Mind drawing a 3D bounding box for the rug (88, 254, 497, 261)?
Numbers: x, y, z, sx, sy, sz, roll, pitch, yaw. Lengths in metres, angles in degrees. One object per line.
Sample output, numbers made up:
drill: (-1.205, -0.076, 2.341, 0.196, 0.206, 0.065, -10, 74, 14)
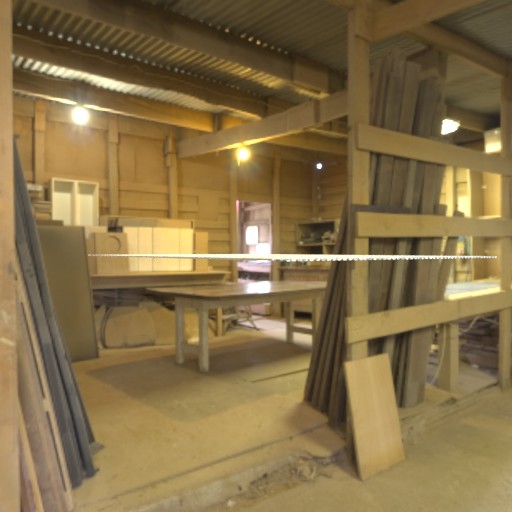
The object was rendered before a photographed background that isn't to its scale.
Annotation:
rug: (0.000, 0.000, 2.985, 1.524, 0.010, 2.438, 0, 1, -36)
